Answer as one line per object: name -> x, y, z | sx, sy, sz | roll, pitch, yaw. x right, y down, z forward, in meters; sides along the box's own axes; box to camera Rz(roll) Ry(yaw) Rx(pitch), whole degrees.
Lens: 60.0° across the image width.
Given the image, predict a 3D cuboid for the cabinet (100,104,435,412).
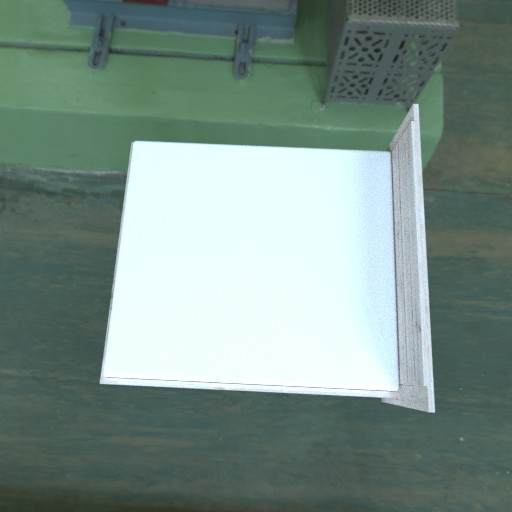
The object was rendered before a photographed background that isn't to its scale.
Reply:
cabinet -> 0.000, 0.000, 3.174 | 2.080, 0.970, 1.950 | 3, 75, 1
